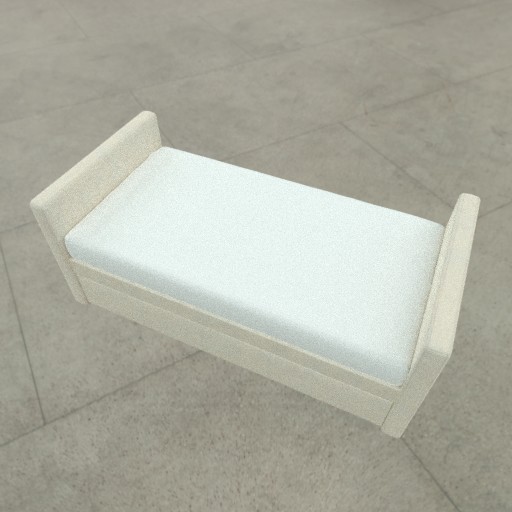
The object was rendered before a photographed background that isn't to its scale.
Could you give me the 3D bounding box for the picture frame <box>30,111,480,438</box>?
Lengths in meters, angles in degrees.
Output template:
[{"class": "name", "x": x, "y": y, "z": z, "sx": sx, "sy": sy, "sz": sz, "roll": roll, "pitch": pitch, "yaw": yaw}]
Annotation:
[{"class": "picture frame", "x": 0.000, "y": 0.000, "z": 2.667, "sx": 2.161, "sy": 0.891, "sz": 1.069, "roll": 19, "pitch": 50, "yaw": 17}]
